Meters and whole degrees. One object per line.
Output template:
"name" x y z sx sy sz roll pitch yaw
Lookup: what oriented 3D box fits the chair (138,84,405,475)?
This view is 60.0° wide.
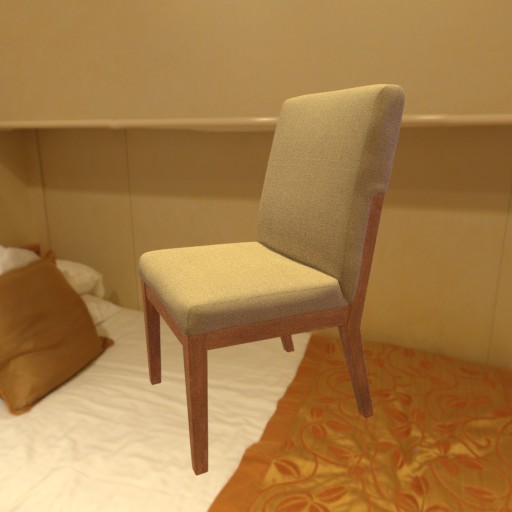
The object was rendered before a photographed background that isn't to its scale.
"chair" 0.000 0.000 1.265 0.586 0.911 0.507 -7 17 -25
